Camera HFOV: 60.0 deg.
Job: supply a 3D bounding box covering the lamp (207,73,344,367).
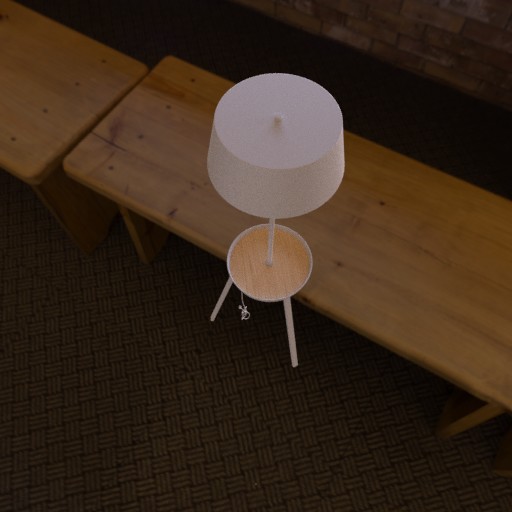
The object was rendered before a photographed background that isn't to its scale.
[{"bbox_3d":[0.000,0.000,1.667,0.468,1.429,0.508,-1,63,0],"label":"lamp"}]
